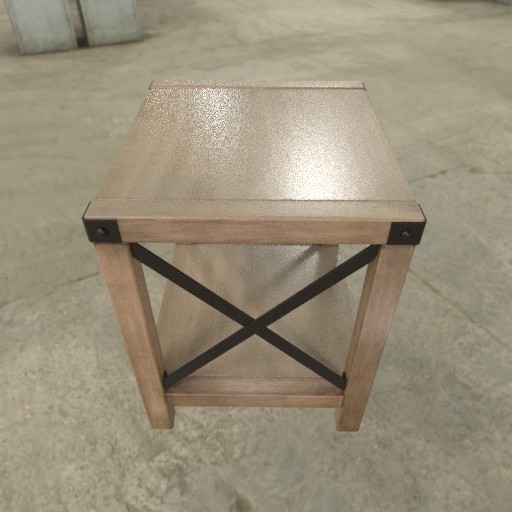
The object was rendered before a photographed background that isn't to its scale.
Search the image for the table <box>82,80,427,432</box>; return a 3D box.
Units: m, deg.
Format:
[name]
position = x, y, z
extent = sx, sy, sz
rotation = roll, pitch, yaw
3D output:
[table]
position = 0.000, 0.000, 0.938
extent = 0.459, 0.561, 0.510
rotation = 0, 41, 1
